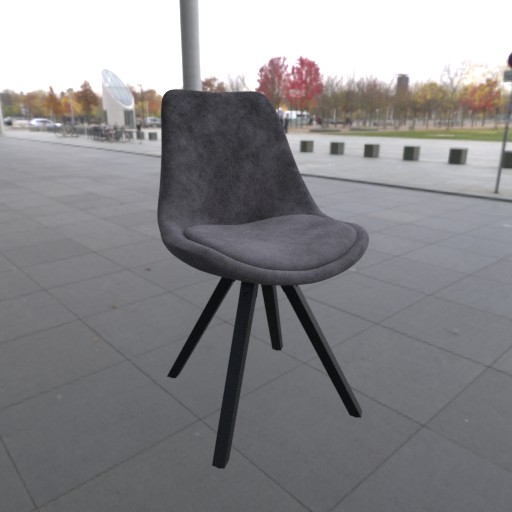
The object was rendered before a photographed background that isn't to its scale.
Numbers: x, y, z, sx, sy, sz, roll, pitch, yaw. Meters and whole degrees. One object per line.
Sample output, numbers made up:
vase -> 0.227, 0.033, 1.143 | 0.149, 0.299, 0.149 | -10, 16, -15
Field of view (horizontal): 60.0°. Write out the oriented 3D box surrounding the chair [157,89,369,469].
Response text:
chair -> 0.000, 0.000, 1.177 | 0.485, 0.850, 0.550 | -9, 19, -26
